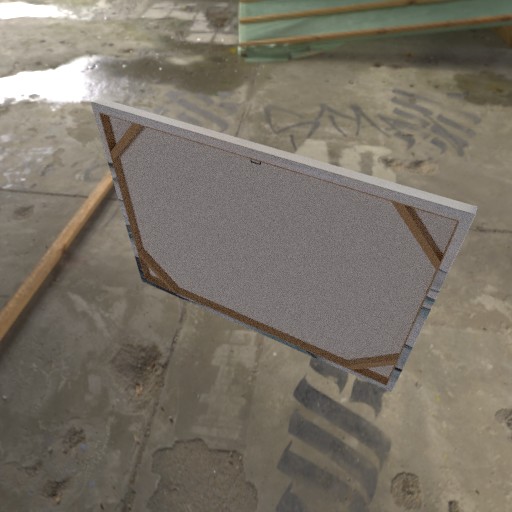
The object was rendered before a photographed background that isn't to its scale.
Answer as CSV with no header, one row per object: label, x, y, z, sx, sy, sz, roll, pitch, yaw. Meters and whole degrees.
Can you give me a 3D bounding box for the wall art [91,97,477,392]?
wall art,0.000,0.000,1.609,1.219,0.915,0.039,21,50,19
